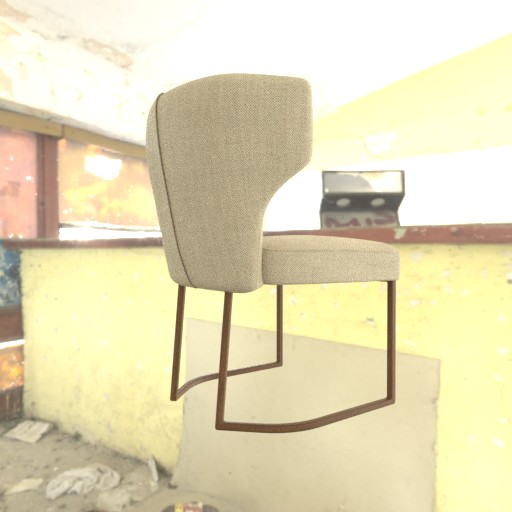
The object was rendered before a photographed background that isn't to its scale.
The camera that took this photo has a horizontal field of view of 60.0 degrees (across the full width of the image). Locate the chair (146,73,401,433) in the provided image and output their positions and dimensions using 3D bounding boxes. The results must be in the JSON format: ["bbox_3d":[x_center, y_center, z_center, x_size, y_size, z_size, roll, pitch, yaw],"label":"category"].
[{"bbox_3d":[0.000,0.000,1.271,0.617,0.824,0.611,0,1,-36],"label":"chair"}]
